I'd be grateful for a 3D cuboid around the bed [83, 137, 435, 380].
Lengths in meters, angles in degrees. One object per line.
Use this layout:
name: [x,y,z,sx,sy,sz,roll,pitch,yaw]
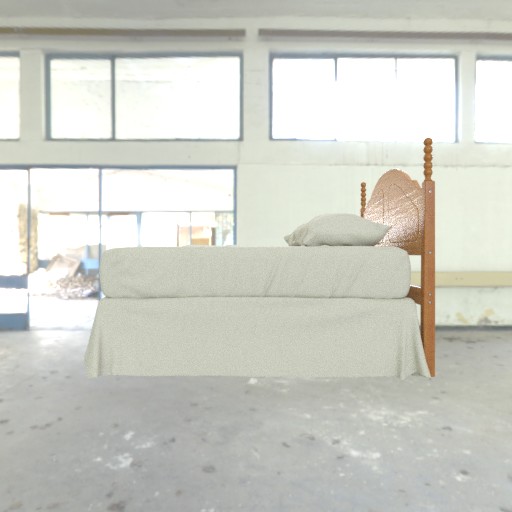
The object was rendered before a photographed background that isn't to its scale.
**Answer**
bed: [0.000,0.000,3.317,2.040,1.356,1.873,0,0,1]
